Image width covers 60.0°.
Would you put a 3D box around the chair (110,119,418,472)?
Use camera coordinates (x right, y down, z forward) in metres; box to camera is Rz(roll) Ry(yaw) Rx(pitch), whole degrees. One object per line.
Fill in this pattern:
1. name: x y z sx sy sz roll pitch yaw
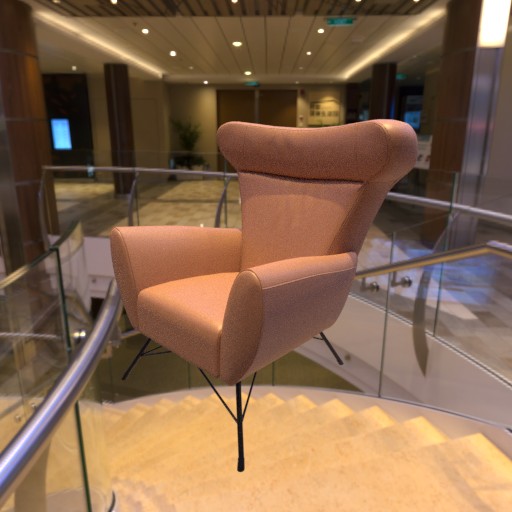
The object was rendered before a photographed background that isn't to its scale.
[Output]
1. chair: 0.000 0.000 1.786 0.900 1.050 0.980 -15 22 -42
